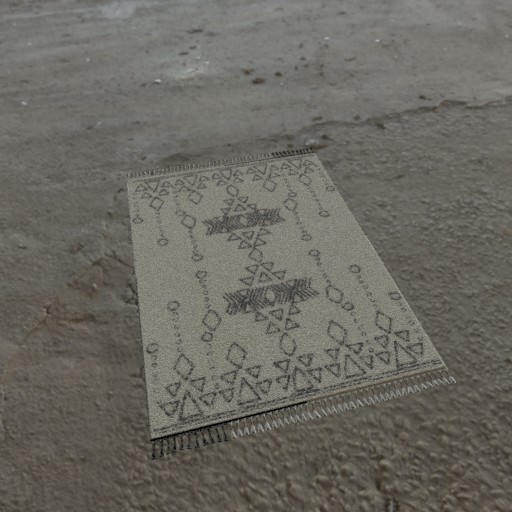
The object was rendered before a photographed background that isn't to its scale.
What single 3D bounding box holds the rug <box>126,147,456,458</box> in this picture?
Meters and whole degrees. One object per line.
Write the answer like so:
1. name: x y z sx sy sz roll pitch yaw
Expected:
1. rug: 0.000 0.000 2.984 1.600 0.013 2.312 -10 47 -10
